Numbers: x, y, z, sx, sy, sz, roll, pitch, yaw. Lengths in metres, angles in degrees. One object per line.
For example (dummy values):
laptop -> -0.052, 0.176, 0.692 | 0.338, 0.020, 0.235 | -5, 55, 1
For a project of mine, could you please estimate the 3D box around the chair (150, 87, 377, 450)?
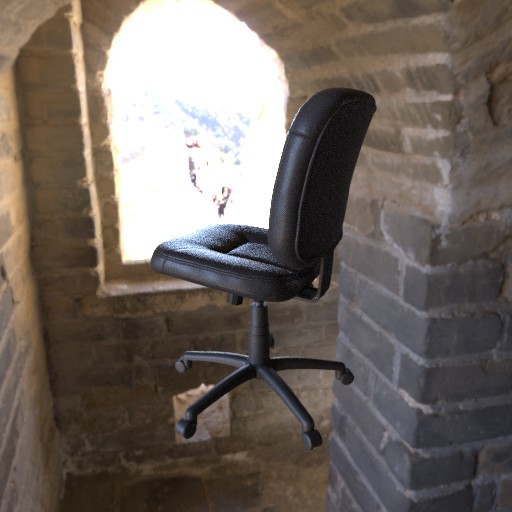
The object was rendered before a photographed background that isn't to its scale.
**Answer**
chair -> 0.000, 0.000, 1.383 | 0.646, 0.959, 0.647 | 8, 18, 25
